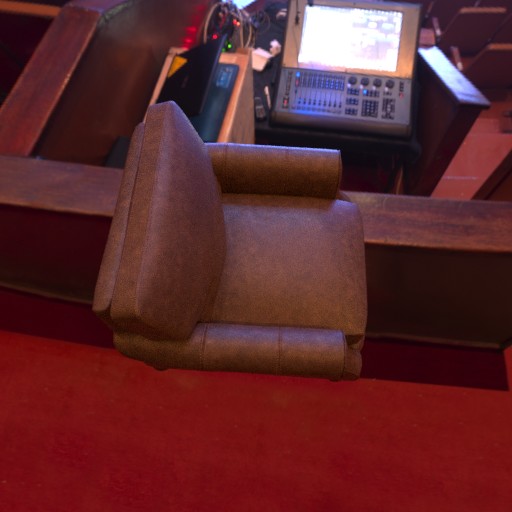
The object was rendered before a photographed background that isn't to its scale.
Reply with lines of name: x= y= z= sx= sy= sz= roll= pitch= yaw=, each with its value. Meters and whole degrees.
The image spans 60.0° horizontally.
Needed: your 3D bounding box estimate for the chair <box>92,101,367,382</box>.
chair: x=0.000 y=0.000 z=1.838 sx=1.002 sy=0.976 sz=0.996 roll=3 pitch=64 yaw=2
